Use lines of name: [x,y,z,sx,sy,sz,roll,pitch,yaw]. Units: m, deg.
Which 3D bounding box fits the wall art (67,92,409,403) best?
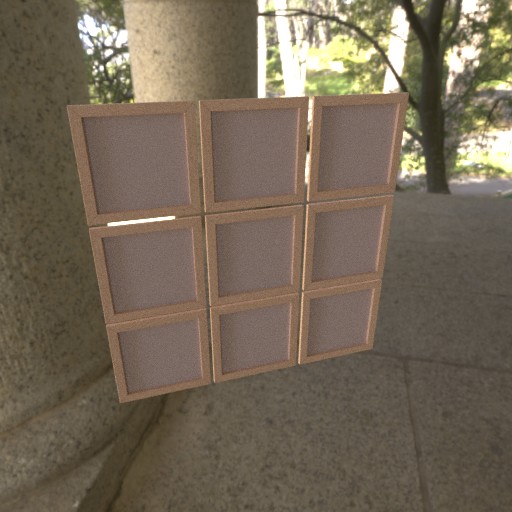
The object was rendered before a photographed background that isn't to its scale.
wall art: [0.000,0.000,1.791,1.217,1.207,0.016,-8,27,-16]
